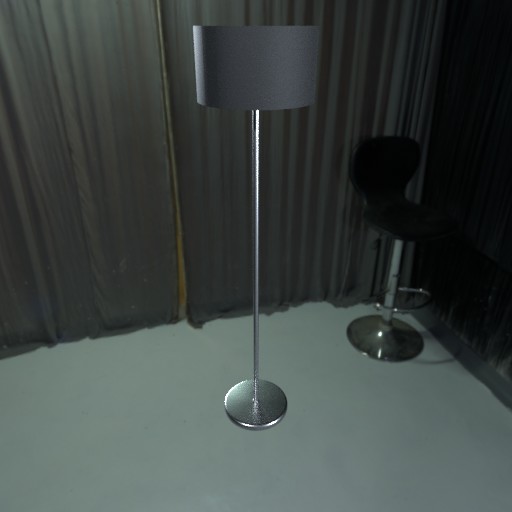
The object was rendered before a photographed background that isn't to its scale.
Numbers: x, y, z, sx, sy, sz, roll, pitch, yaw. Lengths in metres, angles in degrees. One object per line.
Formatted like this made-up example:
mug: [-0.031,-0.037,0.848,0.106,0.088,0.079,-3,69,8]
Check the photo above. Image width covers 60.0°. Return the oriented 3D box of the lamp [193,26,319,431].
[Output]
lamp: [0.000,0.000,1.566,0.348,1.443,0.348,-9,29,-16]
